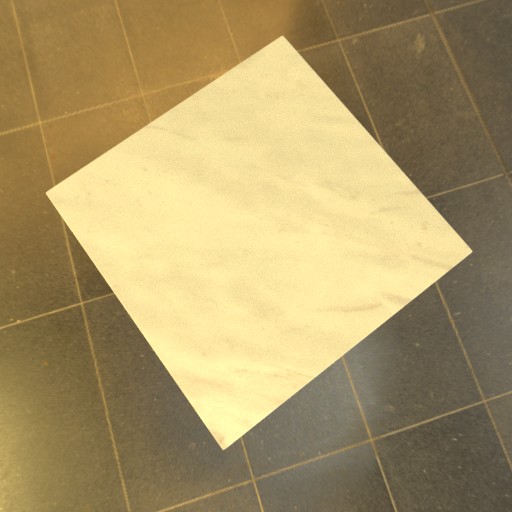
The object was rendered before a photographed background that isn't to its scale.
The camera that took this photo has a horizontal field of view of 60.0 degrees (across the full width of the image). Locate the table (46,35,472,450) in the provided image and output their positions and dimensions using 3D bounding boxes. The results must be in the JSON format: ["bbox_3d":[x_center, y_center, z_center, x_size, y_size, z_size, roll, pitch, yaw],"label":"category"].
[{"bbox_3d":[0.000,0.000,0.798,0.455,0.431,0.455,-36,80,-7],"label":"table"}]
